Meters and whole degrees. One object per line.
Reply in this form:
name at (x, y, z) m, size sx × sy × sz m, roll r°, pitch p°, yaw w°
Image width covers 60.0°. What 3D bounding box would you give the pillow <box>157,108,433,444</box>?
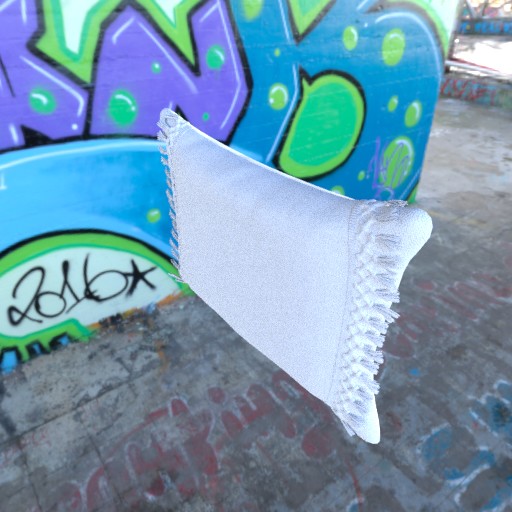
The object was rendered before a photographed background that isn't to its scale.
pillow at (0.000, 0.000, 0.590) m, size 0.084 × 0.305 × 0.466 m, roll -22°, pitch 38°, yaw -31°
